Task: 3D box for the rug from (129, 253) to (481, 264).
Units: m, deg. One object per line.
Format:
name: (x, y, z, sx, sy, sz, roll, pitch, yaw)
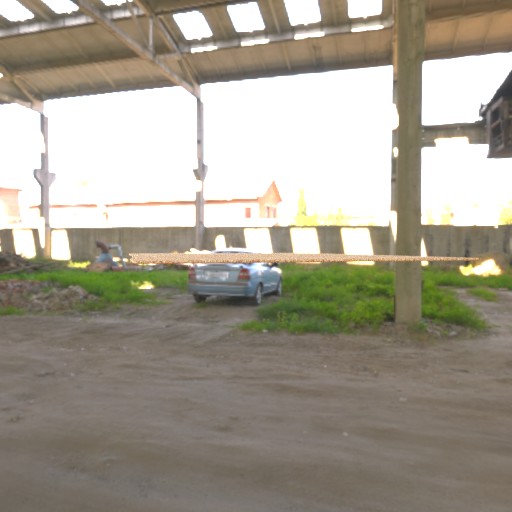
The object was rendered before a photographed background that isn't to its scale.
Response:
rug: (0.000, 0.000, 2.807, 1.566, 0.013, 2.141, 0, 1, -17)
